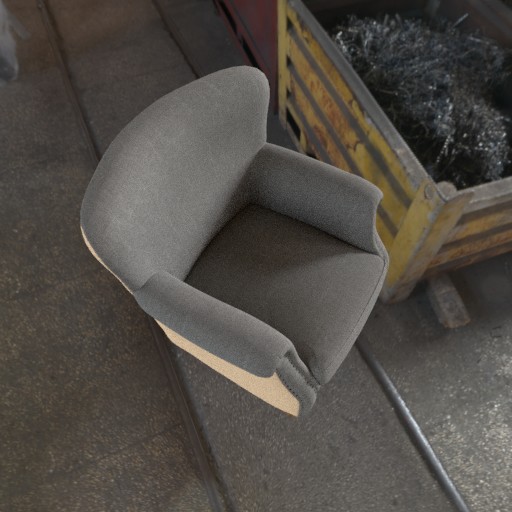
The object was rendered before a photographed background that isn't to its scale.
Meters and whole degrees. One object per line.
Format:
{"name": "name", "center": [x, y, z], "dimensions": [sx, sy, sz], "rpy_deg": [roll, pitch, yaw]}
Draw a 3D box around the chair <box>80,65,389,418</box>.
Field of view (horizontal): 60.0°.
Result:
{"name": "chair", "center": [0.000, 0.000, 1.657], "dimensions": [0.921, 0.936, 0.861], "rpy_deg": [29, 63, 16]}
